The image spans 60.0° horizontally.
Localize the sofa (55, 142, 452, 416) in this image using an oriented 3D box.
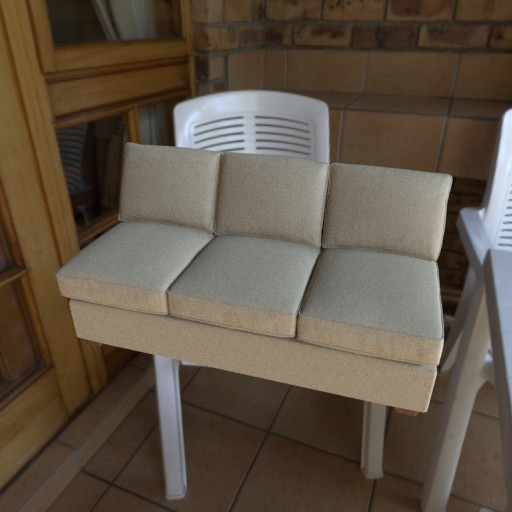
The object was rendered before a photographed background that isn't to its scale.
[{"bbox_3d":[0.000,0.000,2.493,1.962,0.973,1.027,8,29,15],"label":"sofa"}]
